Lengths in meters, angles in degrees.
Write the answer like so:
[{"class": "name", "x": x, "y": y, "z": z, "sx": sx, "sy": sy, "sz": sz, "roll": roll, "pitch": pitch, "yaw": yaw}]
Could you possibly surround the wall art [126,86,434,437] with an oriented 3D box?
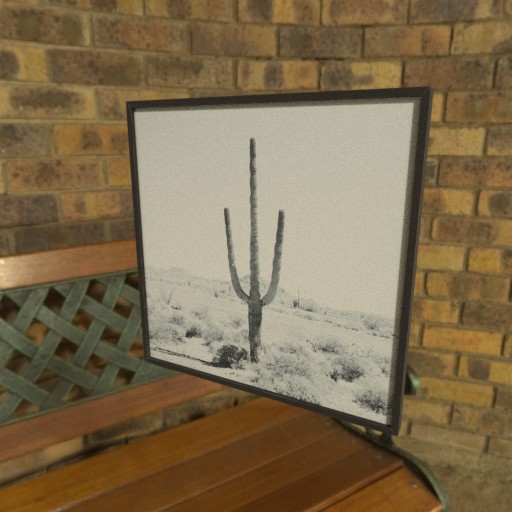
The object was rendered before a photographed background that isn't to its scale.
[{"class": "wall art", "x": 0.000, "y": 0.000, "z": 1.116, "sx": 0.762, "sy": 0.762, "sz": 0.038, "roll": 8, "pitch": 17, "yaw": 27}]
